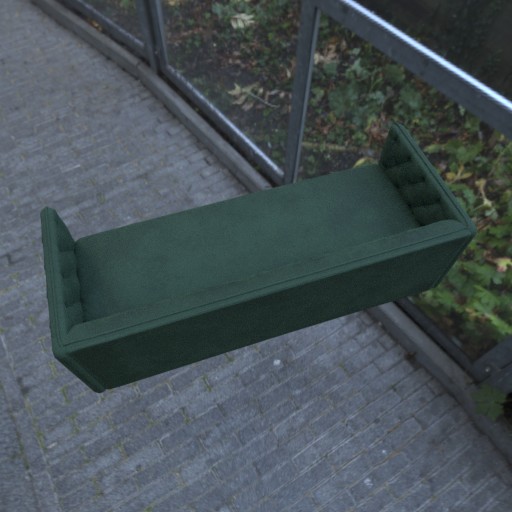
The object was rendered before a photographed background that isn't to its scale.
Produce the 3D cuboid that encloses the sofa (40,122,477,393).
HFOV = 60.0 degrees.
[{"bbox_3d":[0.000,0.000,2.649,2.209,0.771,0.895,-16,59,-9],"label":"sofa"}]
